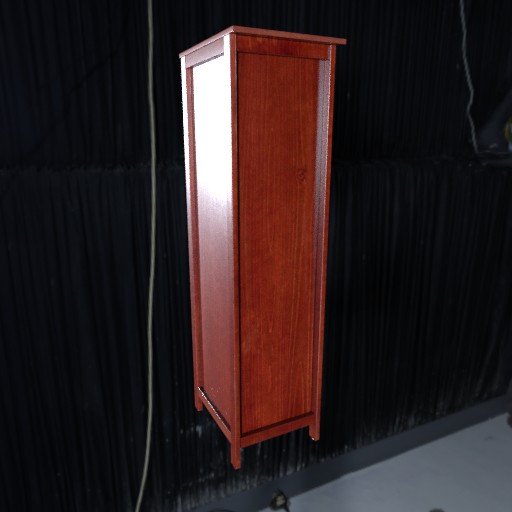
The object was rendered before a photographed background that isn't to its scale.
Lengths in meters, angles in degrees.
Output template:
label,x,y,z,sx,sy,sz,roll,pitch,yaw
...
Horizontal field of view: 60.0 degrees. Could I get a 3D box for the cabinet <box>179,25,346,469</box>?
label,x,y,z,sx,sy,sz,roll,pitch,yaw
cabinet,0.000,0.000,1.752,0.401,1.518,0.500,-7,17,-26
